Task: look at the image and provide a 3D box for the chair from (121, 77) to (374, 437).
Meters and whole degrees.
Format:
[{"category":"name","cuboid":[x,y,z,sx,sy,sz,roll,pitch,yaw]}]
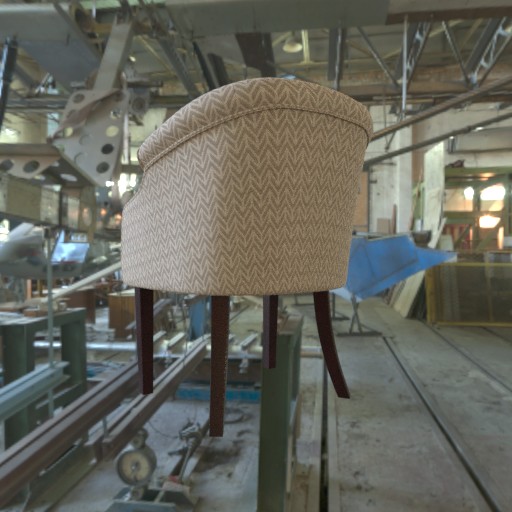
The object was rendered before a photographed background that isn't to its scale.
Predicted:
[{"category":"chair","cuboid":[0.000,0.000,1.325,0.686,0.858,0.613,-1,1,-36]}]
